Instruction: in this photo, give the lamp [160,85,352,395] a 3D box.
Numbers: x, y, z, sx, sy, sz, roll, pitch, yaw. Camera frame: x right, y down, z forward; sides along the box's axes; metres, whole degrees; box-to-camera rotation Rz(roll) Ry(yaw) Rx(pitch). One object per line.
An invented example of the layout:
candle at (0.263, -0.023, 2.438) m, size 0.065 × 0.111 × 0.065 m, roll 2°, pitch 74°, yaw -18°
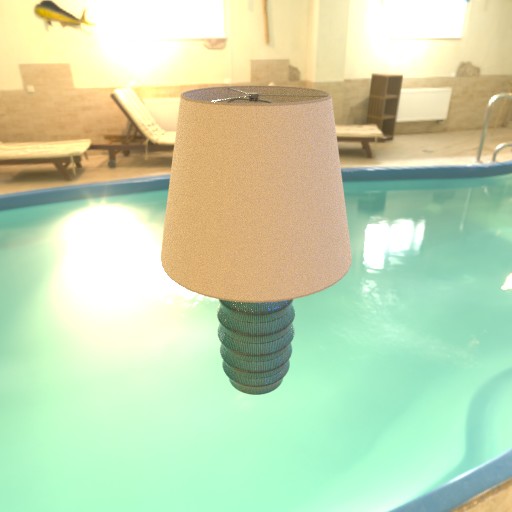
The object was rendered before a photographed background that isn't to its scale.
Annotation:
lamp at (0.000, 0.000, 0.839) m, size 0.355 × 0.582 × 0.355 m, roll 0°, pitch 27°, yaw 0°
